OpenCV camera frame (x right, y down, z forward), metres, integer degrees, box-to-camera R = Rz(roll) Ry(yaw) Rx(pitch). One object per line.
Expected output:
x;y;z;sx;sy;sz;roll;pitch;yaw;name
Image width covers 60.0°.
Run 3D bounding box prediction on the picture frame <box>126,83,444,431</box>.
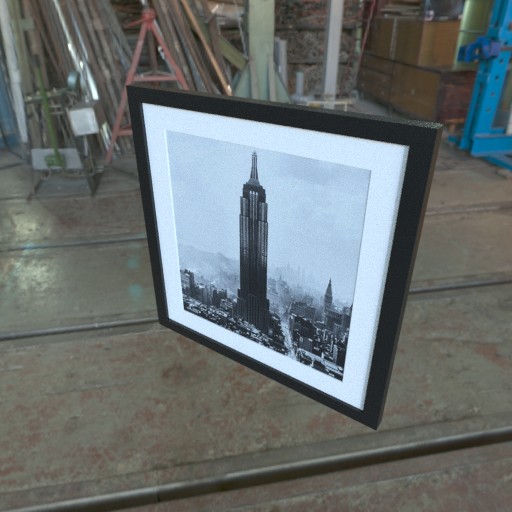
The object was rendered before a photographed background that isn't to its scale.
0.000;0.000;0.829;0.559;0.557;0.029;19;35;29;picture frame
